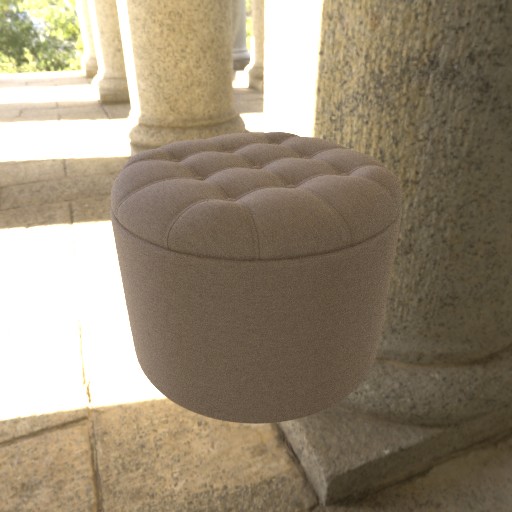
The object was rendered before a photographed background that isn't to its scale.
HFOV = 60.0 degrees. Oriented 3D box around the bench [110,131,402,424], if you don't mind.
[{"bbox_3d":[0.000,0.000,1.018,0.600,0.454,0.600,0,30,0],"label":"bench"}]
